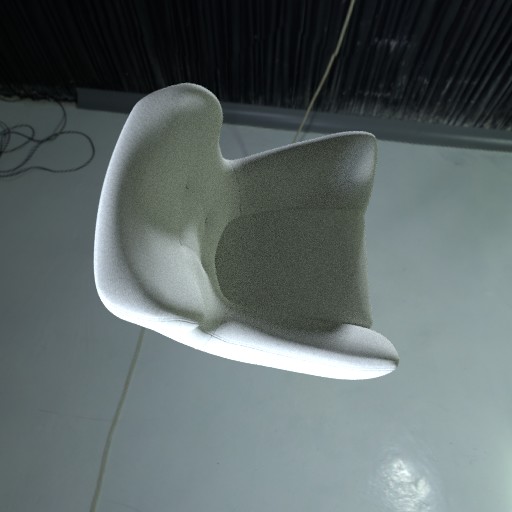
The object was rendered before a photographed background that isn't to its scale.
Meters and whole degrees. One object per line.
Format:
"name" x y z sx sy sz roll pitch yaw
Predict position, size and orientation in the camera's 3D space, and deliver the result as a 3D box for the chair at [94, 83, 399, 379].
"chair" 0.000 0.000 1.608 0.889 0.889 0.890 2 64 1
